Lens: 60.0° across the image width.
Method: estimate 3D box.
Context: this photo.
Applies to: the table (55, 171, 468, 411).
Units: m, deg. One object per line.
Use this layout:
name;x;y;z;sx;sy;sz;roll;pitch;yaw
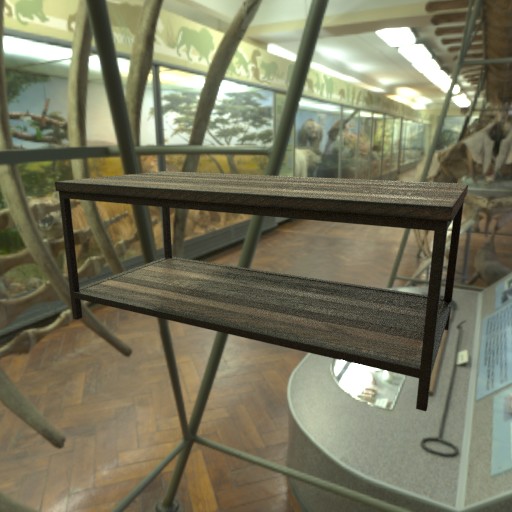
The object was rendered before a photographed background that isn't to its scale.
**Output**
table;0.000;0.000;1.216;0.990;0.399;0.452;8;17;27
